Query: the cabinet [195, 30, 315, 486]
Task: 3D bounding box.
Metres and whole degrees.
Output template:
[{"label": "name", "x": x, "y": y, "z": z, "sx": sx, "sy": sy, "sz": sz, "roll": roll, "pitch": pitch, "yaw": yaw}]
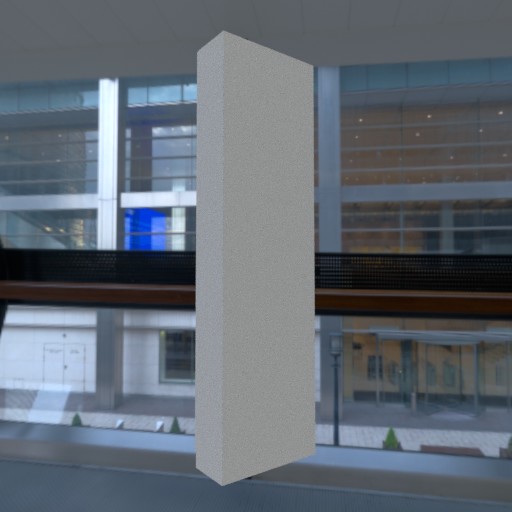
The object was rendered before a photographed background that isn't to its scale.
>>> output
[{"label": "cabinet", "x": 0.000, "y": 0.000, "z": 1.983, "sx": 0.500, "sy": 1.790, "sz": 0.230, "roll": 2, "pitch": -3, "yaw": -37}]
